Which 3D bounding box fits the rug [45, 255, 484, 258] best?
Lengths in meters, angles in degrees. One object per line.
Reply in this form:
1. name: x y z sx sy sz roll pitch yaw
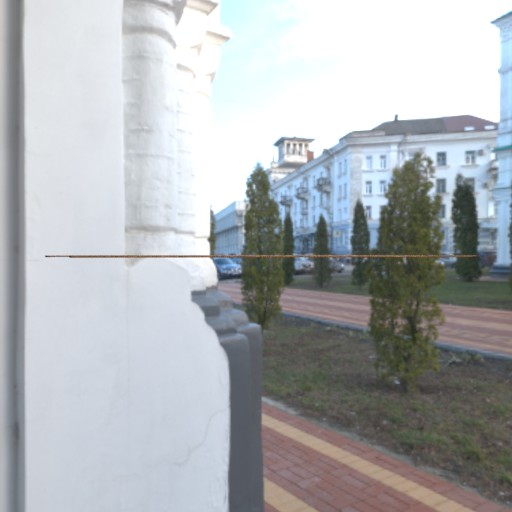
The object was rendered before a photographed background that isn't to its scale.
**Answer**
1. rug: 0.000 0.000 3.026 2.434 0.010 1.516 0 0 -18
